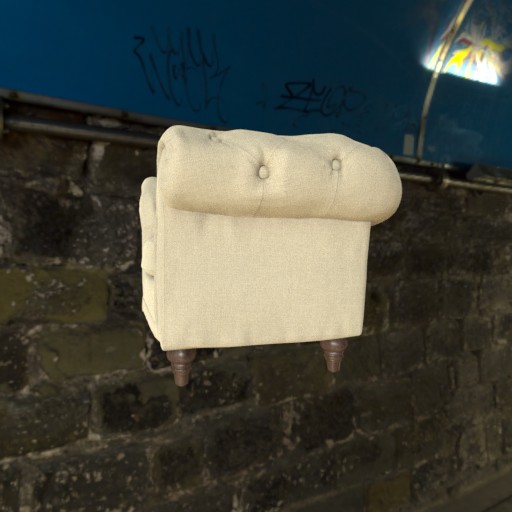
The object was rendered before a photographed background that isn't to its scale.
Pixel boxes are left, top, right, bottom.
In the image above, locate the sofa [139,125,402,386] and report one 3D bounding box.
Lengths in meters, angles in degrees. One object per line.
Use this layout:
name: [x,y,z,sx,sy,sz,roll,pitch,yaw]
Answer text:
sofa: [0.000,0.000,2.077,1.034,0.878,1.405,0,1,-17]
